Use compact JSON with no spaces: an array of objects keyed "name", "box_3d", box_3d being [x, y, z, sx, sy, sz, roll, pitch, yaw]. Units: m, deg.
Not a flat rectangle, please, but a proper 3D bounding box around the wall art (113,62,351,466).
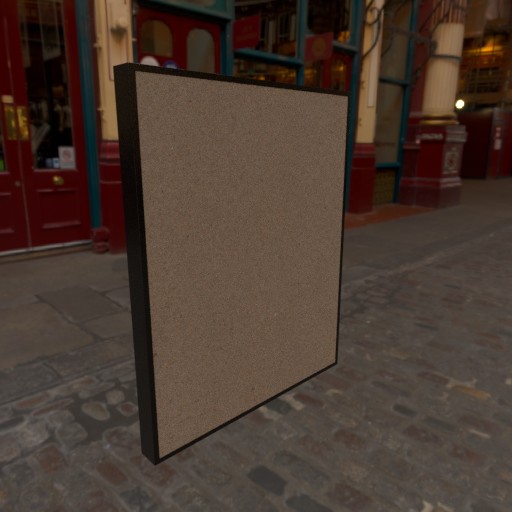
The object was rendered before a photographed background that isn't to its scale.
[{"name":"wall art","box_3d":[0.000,0.000,0.746,0.448,0.551,0.038,-13,19,-42]}]
